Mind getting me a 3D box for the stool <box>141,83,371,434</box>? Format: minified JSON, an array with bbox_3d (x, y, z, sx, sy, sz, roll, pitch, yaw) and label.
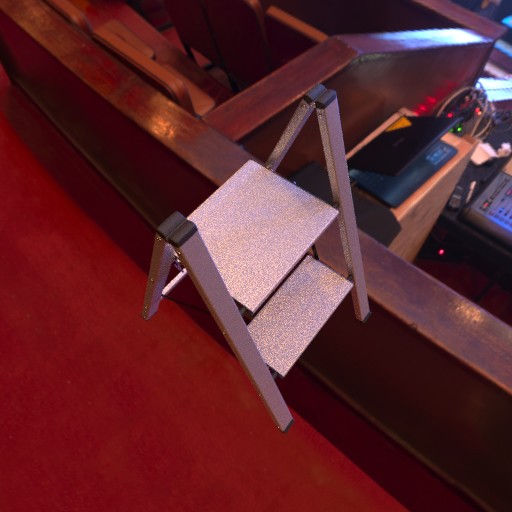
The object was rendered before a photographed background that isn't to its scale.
[{"bbox_3d":[0.000,0.000,1.035,0.535,0.670,0.440,34,64,19],"label":"stool"}]
